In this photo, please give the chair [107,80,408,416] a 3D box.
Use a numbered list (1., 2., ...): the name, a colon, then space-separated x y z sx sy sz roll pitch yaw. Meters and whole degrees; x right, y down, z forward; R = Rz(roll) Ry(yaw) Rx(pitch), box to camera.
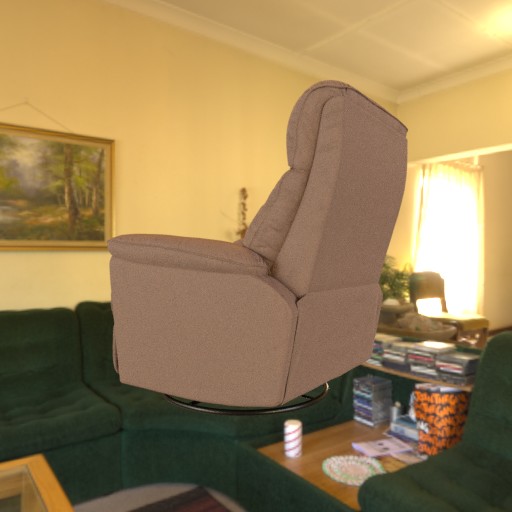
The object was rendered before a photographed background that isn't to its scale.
1. chair: 0.000 0.000 1.714 1.004 1.037 0.820 0 0 36
